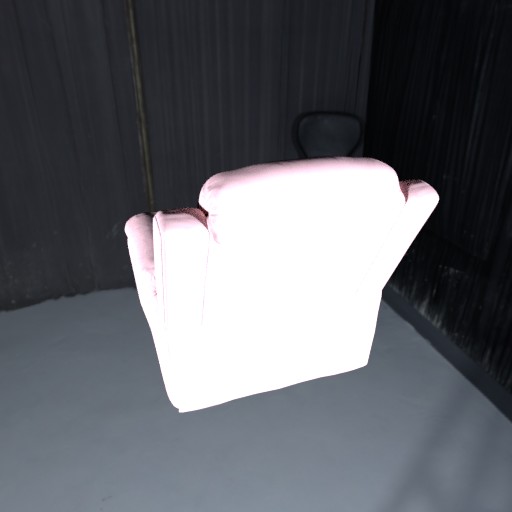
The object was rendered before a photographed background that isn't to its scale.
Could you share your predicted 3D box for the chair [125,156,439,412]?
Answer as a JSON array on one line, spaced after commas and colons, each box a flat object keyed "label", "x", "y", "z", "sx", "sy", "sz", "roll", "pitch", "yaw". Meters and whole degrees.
[{"label": "chair", "x": 0.000, "y": 0.000, "z": 1.261, "sx": 0.680, "sy": 0.702, "sz": 0.709, "roll": -9, "pitch": 29, "yaw": -17}]
